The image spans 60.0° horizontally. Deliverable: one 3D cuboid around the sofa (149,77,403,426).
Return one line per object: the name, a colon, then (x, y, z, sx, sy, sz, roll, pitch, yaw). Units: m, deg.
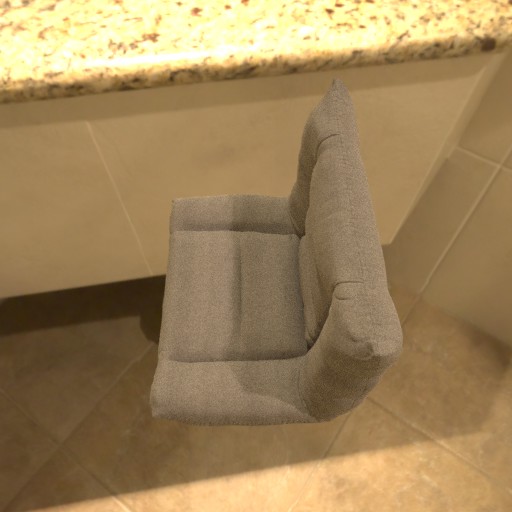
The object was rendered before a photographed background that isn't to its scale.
sofa: (0.000, 0.000, 1.752, 0.847, 0.795, 1.144, -1, 57, -1)
